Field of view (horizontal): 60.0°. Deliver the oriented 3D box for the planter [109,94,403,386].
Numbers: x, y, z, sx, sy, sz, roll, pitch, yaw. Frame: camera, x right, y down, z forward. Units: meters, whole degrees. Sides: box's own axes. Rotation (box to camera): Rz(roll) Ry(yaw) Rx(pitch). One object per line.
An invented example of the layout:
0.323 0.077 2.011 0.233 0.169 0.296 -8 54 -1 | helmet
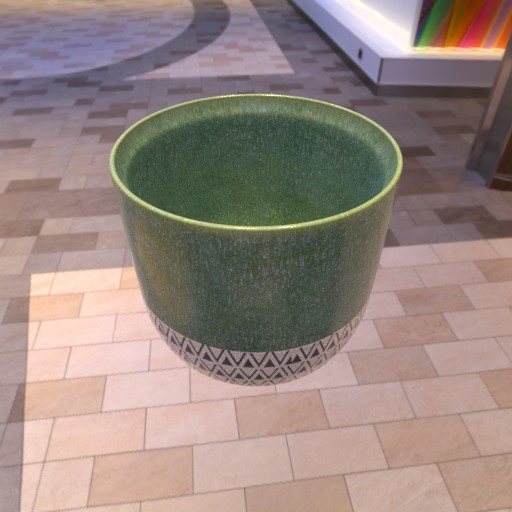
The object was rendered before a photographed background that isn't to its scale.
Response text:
0.000 0.000 0.498 0.266 0.270 0.266 0 40 0 | planter
